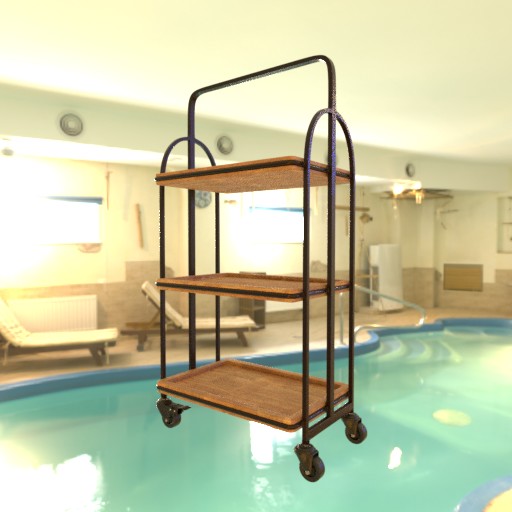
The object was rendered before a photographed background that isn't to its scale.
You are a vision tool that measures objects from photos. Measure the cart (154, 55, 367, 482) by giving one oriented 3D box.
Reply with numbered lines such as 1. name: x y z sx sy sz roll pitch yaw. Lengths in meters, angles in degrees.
1. cart: 0.000 0.000 1.232 0.553 1.001 0.327 2 3 37
